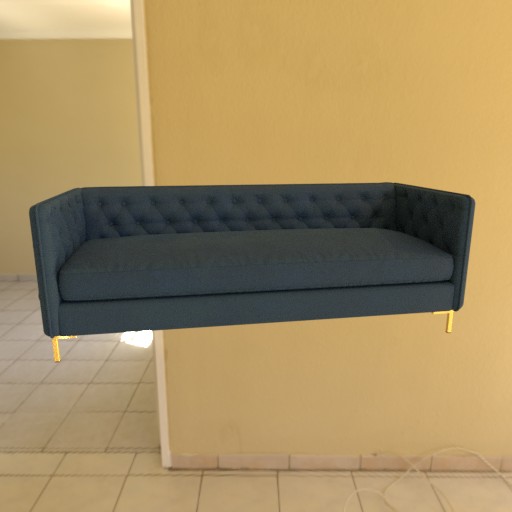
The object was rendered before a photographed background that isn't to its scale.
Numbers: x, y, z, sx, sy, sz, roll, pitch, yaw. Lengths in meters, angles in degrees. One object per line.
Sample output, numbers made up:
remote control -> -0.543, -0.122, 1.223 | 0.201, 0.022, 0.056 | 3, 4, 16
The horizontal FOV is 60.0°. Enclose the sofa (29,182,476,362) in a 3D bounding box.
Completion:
sofa -> 0.000, 0.000, 2.603 | 2.209, 0.771, 0.895 | -2, 14, -9
